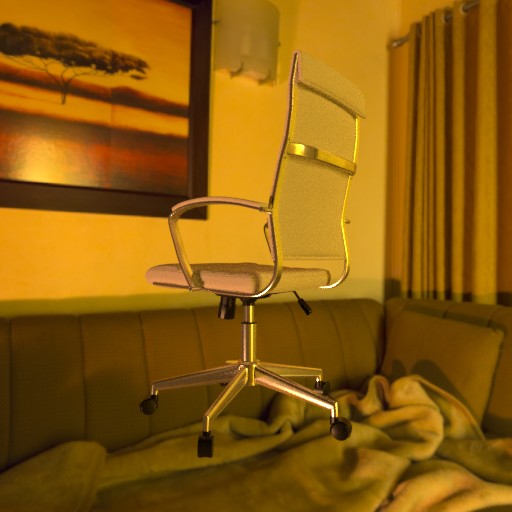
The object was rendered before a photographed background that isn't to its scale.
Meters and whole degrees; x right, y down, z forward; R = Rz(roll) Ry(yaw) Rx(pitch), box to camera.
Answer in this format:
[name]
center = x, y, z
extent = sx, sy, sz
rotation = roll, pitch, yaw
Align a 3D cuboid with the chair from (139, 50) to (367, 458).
[chair]
center = 0.000, 0.000, 1.592
extent = 0.739, 1.149, 0.766
rotation = 0, 0, 37
